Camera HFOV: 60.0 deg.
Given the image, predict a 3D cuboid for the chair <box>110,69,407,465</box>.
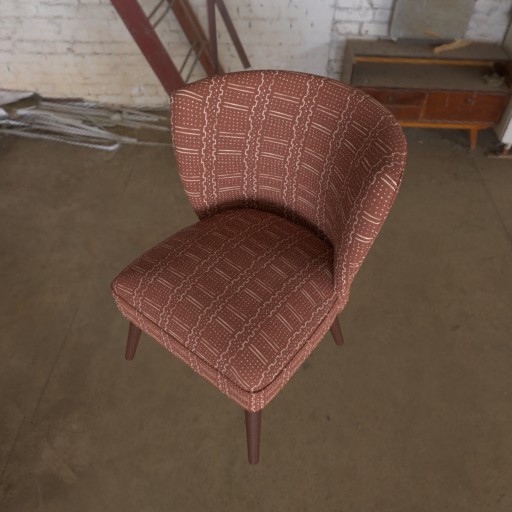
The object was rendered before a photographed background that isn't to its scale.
[{"bbox_3d":[0.000,0.000,1.371,0.706,0.866,0.758,30,53,26],"label":"chair"}]
